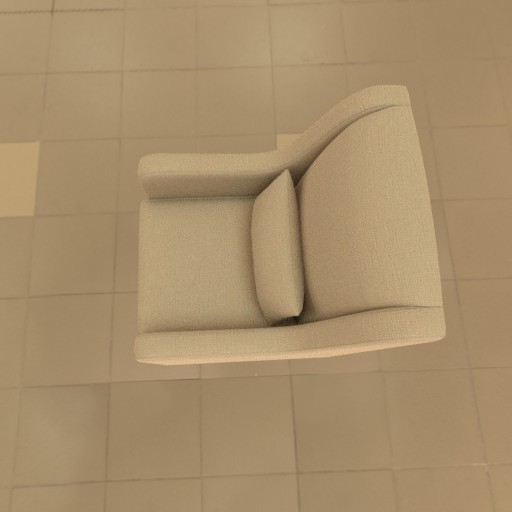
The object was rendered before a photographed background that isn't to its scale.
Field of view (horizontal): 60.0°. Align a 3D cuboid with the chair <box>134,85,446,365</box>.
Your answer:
[{"bbox_3d":[0.000,0.000,1.602,0.896,1.017,0.715,-3,75,-1],"label":"chair"}]
